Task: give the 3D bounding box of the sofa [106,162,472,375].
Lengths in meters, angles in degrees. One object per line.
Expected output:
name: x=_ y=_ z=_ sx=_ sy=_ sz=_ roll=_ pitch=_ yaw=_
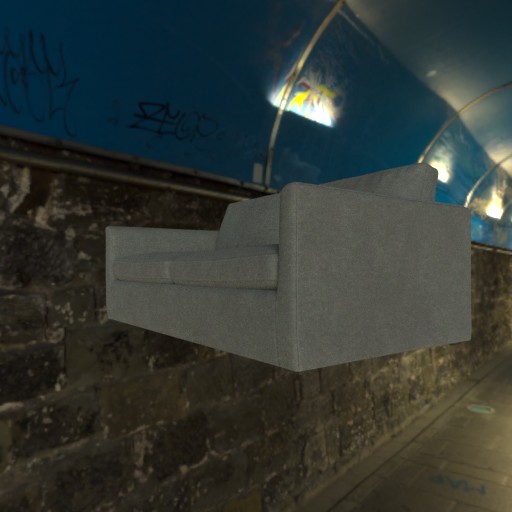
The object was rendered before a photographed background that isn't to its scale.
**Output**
sofa: x=0.000 y=0.000 z=2.482 sx=1.091 sy=0.845 sz=1.909 roll=1 pitch=-2 yaw=-36
